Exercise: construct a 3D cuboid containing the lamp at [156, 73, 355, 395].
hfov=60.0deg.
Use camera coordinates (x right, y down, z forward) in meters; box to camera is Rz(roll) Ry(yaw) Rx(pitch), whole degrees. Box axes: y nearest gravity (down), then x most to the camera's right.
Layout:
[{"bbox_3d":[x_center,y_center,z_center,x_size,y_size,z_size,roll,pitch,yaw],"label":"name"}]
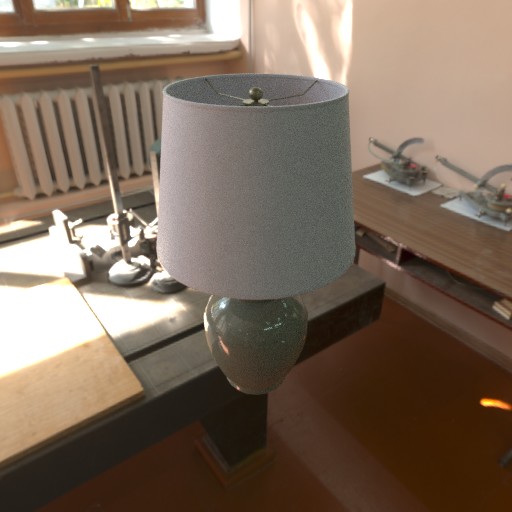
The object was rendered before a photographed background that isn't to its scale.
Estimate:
[{"bbox_3d":[0.000,0.000,0.554,0.239,0.399,0.239,0,30,0],"label":"lamp"}]
